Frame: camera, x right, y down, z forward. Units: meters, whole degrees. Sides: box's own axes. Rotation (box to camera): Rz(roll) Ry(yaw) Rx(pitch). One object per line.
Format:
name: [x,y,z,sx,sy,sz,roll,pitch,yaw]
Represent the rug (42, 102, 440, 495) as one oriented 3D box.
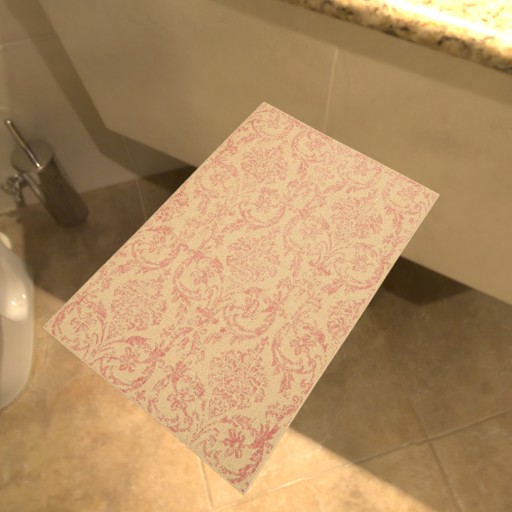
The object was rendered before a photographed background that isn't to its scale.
rug: [0.000,0.000,3.453,1.819,0.018,2.746,33,68,16]
